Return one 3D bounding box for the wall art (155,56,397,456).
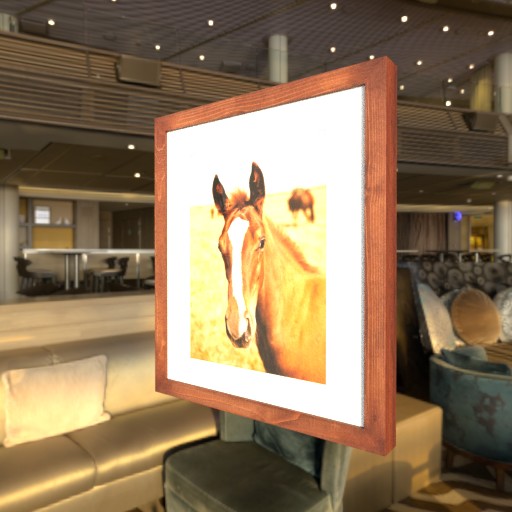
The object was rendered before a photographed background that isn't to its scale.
[{"bbox_3d":[0.000,0.000,0.532,0.330,0.381,0.030,0,1,37],"label":"wall art"}]
